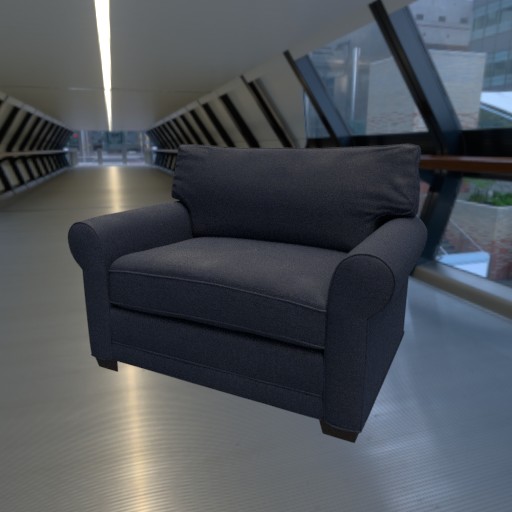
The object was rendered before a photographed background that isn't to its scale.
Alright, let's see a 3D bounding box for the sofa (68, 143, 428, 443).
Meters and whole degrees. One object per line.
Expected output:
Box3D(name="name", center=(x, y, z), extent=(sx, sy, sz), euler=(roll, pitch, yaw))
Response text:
Box3D(name="sofa", center=(0.000, 0.000, 2.043), extent=(1.405, 1.004, 0.938), euler=(7, 16, 26))
